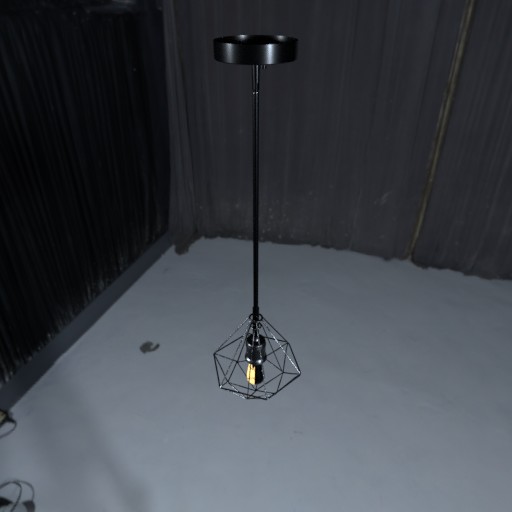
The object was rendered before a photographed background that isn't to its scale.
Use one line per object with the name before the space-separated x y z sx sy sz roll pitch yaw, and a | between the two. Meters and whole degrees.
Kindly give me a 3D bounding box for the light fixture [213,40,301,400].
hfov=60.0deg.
light fixture | 0.000 0.000 2.000 0.487 1.764 0.431 10 33 15
